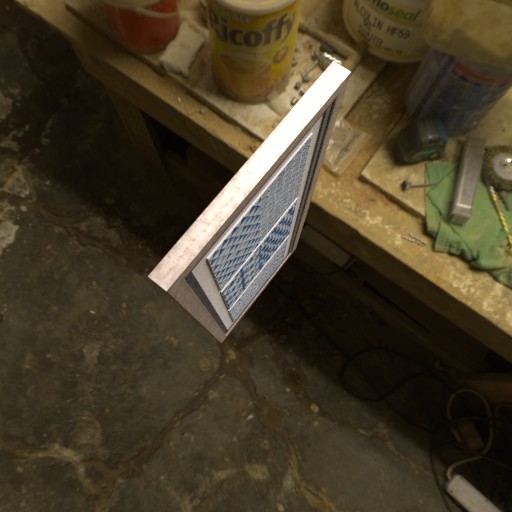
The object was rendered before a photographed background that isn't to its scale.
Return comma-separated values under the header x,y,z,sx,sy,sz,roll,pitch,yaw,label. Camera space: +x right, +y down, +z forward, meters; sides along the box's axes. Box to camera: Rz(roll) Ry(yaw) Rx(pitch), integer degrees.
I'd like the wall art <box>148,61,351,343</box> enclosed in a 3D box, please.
x,y,z,sx,sy,sz,roll,pitch,yaw,label
0.000,0.000,1.659,0.051,1.461,0.648,37,78,9,wall art
